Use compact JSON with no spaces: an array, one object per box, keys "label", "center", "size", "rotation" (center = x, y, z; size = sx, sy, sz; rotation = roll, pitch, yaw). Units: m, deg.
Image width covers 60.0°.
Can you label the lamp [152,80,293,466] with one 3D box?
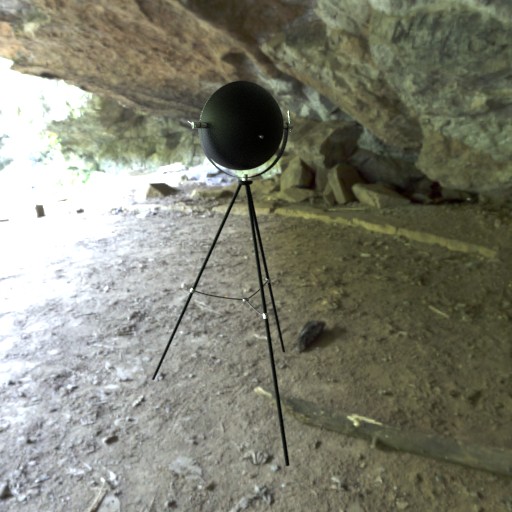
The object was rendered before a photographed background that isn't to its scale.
[{"label":"lamp","center":[0.000,0.000,2.019],"size":[0.817,1.512,0.920],"rotation":[-7,16,-26]}]
